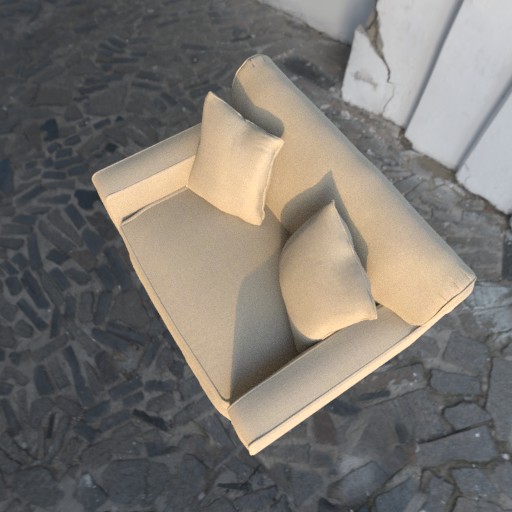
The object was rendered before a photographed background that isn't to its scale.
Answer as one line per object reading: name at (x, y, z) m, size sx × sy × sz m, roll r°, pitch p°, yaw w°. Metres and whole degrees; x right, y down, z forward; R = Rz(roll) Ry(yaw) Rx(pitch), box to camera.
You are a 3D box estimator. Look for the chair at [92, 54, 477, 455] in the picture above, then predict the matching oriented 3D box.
chair at (0.000, 0.000, 2.028) m, size 1.000 × 0.948 × 1.383 m, roll -30°, pitch 67°, yaw -14°
